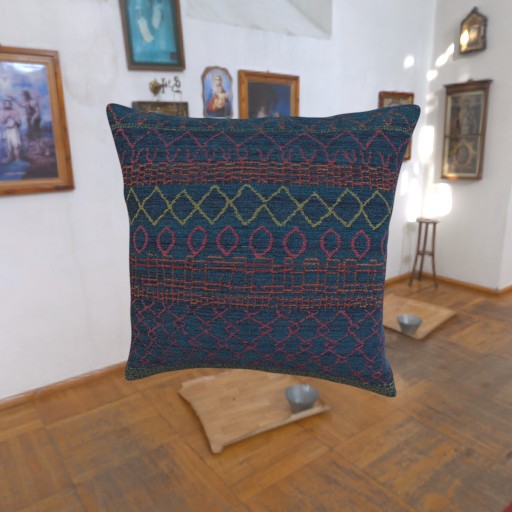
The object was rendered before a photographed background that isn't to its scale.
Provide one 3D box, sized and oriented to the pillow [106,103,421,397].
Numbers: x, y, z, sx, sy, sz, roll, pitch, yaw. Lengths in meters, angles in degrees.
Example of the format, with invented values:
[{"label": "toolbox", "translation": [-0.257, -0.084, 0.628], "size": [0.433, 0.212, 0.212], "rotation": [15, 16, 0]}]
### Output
[{"label": "pillow", "translation": [0.000, 0.000, 0.651], "size": [0.431, 0.431, 0.141], "rotation": [2, 14, 7]}]
